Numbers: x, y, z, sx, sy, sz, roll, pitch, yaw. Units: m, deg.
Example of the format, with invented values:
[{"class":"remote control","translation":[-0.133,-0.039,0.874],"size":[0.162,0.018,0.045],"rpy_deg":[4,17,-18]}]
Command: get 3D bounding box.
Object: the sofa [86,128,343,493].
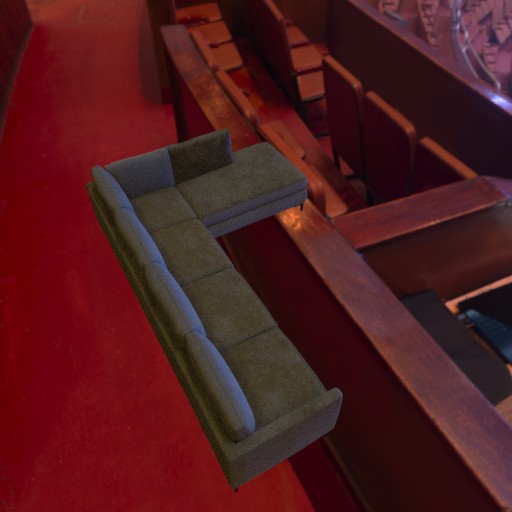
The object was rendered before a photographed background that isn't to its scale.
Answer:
[{"class":"sofa","translation":[0.000,0.000,3.172],"size":[1.707,0.687,2.486],"rpy_deg":[-23,50,-20]}]
